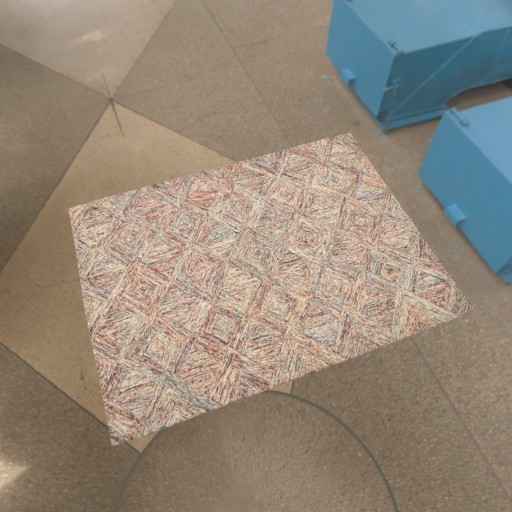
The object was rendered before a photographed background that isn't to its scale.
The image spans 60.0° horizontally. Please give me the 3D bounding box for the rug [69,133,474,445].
[{"bbox_3d":[0.000,0.000,4.218,3.226,0.024,2.436,-17,59,-11],"label":"rug"}]
